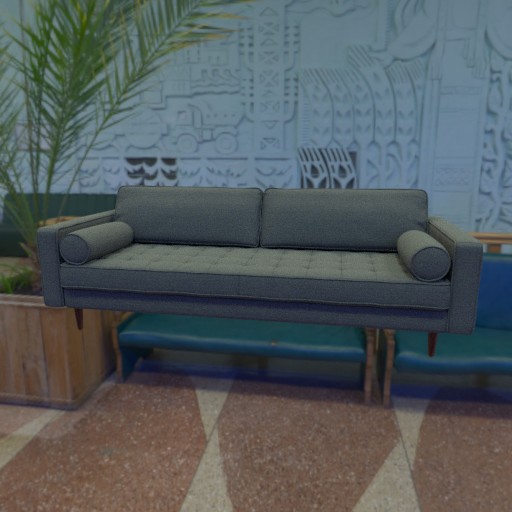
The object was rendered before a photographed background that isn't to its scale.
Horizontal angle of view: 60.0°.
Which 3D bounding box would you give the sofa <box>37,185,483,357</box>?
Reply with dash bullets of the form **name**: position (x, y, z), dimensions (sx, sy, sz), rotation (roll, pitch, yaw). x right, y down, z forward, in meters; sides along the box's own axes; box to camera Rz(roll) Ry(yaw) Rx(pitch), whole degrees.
- **sofa**: position (0.000, 0.000, 2.578), dimensions (2.198, 0.762, 0.914), rotation (2, 13, 10)
